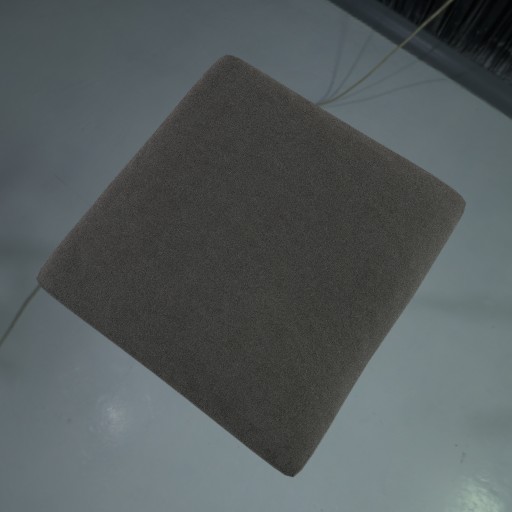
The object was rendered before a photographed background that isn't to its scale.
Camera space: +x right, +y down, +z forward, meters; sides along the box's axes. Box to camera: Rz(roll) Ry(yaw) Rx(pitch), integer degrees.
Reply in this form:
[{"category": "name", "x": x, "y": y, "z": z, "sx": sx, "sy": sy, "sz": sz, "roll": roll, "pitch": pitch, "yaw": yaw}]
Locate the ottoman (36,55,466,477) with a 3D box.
[{"category": "ottoman", "x": 0.000, "y": 0.000, "z": 1.370, "sx": 0.861, "sy": 0.482, "sz": 0.881, "roll": 35, "pitch": 78, "yaw": 8}]
